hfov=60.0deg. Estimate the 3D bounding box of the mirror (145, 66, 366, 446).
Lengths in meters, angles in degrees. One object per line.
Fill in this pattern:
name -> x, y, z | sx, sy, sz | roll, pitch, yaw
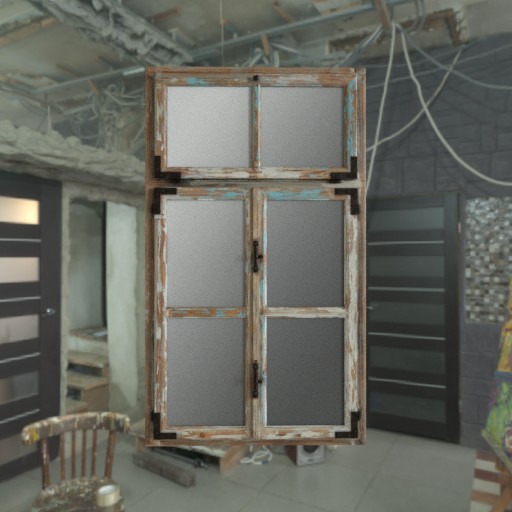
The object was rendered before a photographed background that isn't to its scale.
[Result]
mirror -> 0.000, 0.000, 1.414 | 0.707, 1.213, 0.083 | 0, 0, -1
